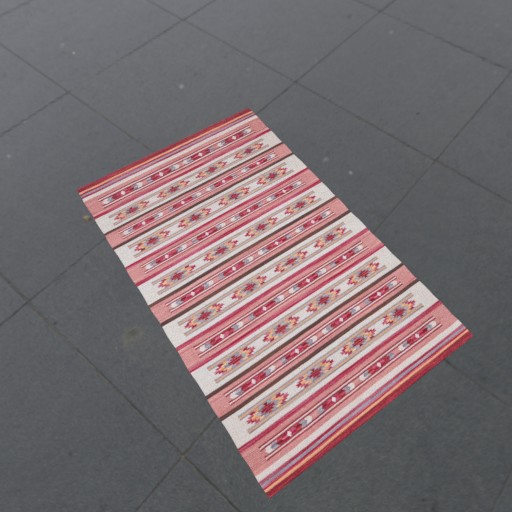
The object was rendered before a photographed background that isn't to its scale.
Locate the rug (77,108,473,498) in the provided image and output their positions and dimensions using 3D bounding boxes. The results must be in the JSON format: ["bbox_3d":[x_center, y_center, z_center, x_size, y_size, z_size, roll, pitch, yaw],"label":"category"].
[{"bbox_3d":[0.000,0.000,2.978,1.535,0.010,2.431,-31,64,-17],"label":"rug"}]
